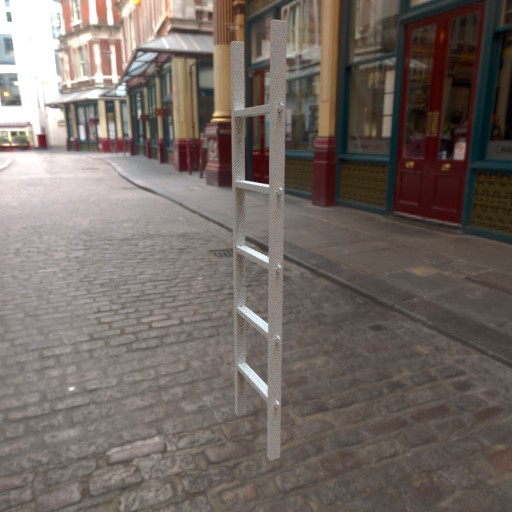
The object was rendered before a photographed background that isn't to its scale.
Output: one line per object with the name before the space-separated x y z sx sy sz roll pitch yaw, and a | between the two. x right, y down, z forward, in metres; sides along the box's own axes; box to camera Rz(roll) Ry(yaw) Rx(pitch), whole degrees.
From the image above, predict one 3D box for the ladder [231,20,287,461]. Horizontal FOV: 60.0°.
ladder | 0.000 0.000 1.952 0.051 1.797 0.452 -7 16 -25
